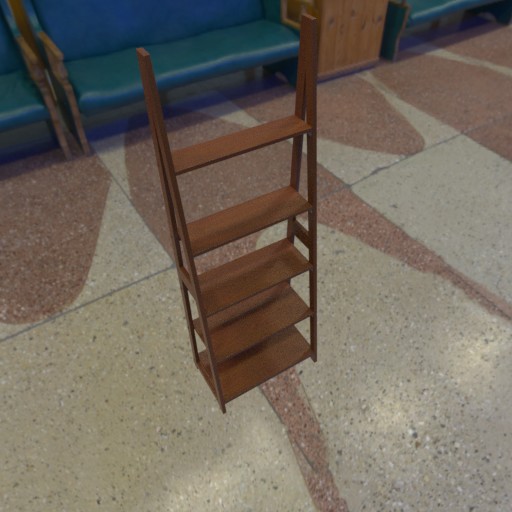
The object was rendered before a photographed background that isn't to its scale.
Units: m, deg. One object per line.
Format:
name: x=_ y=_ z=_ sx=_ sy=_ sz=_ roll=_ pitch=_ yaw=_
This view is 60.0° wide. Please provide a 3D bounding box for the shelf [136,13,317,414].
shelf: x=0.000 y=0.000 z=1.962 sx=0.630 sy=1.780 sz=0.356 roll=-23 pitch=50 yaw=-21
